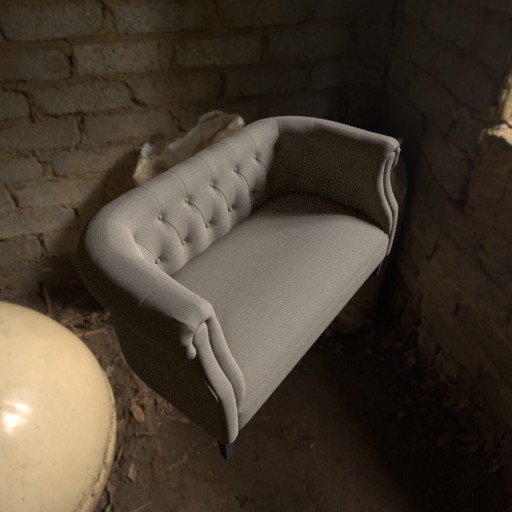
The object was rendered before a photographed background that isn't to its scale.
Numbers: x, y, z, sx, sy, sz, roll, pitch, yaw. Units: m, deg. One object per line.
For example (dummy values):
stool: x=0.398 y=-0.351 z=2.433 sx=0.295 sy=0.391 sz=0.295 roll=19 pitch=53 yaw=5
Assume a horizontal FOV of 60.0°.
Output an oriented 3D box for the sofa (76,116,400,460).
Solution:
sofa: x=0.000 y=0.000 z=2.093 sx=0.835 sy=0.827 sz=1.558 roll=27 pitch=48 yaw=27
